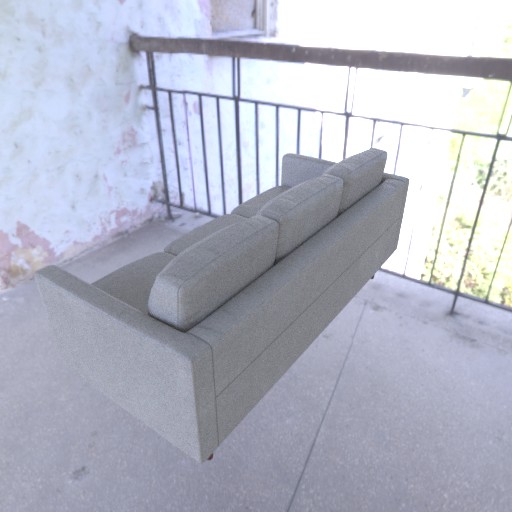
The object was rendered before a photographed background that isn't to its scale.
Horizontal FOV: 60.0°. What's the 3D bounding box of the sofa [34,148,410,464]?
[{"bbox_3d":[0.000,0.000,2.427,0.944,0.918,1.983,20,36,30],"label":"sofa"}]
